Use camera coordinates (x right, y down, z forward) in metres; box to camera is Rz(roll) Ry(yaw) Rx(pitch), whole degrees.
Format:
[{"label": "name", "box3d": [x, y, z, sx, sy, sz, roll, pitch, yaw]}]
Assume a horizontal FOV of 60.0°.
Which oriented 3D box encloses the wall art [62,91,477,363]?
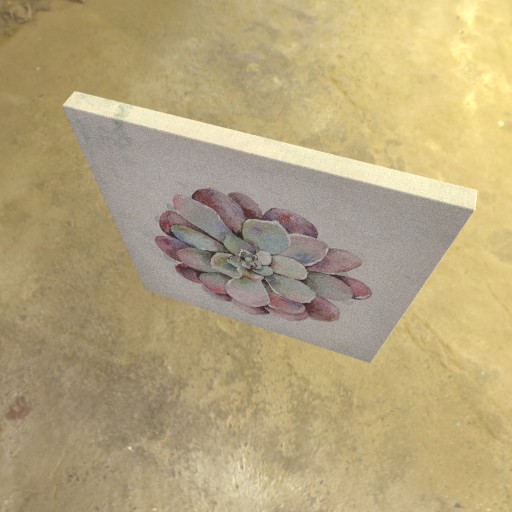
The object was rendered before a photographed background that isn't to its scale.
[{"label": "wall art", "box3d": [0.000, 0.000, 0.883, 0.605, 0.605, 0.044, 16, 60, 10]}]
